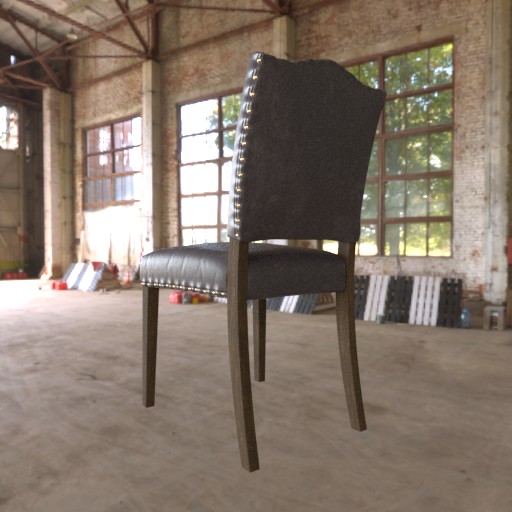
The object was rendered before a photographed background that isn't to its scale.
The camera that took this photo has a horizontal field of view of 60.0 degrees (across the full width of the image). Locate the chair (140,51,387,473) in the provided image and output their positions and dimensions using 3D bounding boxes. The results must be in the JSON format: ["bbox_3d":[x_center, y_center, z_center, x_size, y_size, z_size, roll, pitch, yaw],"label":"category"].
[{"bbox_3d":[0.000,0.000,1.346,0.500,0.991,0.633,-1,2,-36],"label":"chair"}]
